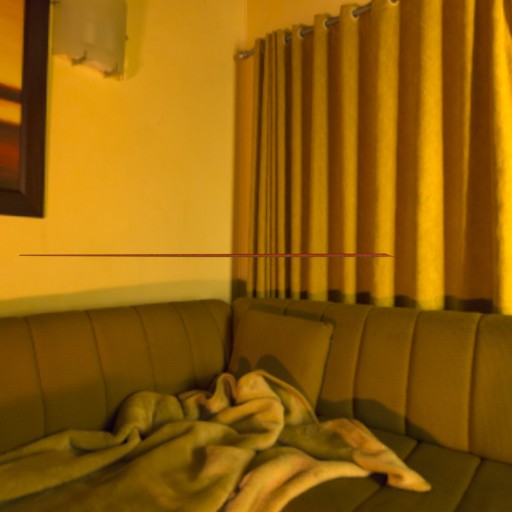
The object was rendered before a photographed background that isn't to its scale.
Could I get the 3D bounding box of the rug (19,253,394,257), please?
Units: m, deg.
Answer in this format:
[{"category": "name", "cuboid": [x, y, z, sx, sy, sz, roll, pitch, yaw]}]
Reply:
[{"category": "rug", "cuboid": [0.000, 0.000, 3.925, 2.300, 0.012, 2.929, 0, 0, 18]}]
